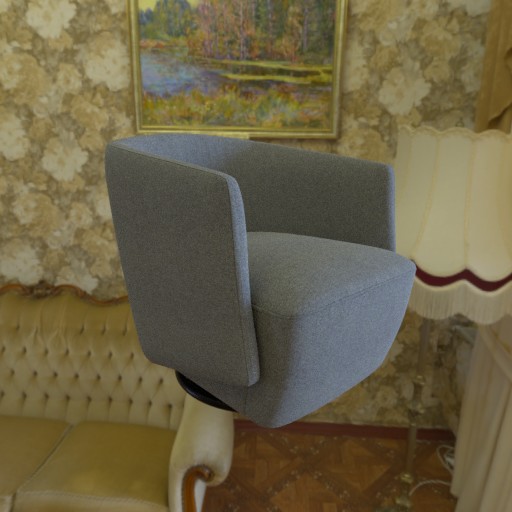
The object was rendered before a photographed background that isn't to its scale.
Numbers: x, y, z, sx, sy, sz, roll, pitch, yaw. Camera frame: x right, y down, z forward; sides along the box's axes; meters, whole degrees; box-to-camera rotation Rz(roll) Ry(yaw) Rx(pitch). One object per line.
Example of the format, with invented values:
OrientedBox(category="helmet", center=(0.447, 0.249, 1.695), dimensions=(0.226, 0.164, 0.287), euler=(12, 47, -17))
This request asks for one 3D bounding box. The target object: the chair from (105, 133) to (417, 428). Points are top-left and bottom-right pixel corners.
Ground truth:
OrientedBox(category="chair", center=(0.000, 0.000, 1.597), dimensions=(0.822, 0.861, 0.986), euler=(-14, 20, -42))
